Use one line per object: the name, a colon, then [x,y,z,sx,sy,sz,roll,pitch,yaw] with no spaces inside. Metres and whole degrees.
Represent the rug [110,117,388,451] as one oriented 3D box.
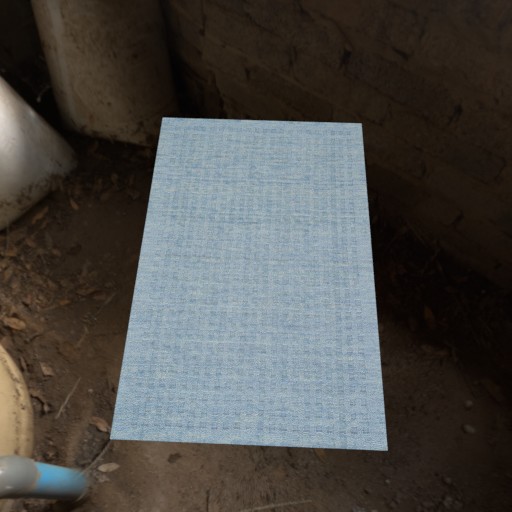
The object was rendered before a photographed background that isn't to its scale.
rug: [0.000,0.000,2.910,1.522,0.006,2.286,2,65,1]
